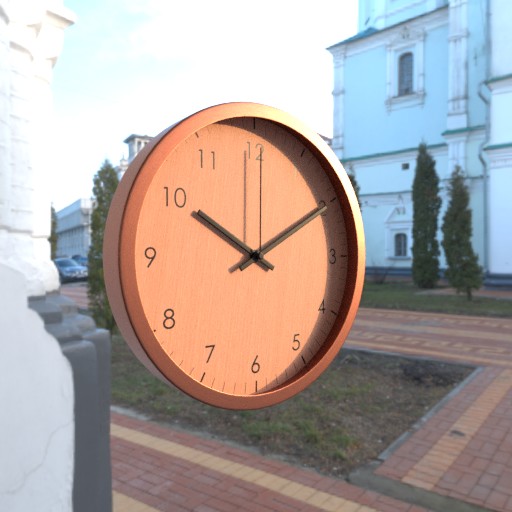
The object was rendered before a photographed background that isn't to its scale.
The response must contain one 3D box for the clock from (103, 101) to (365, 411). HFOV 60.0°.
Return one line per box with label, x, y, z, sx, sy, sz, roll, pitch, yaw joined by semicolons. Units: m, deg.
clock;0.000;0.000;0.473;0.313;0.313;0.040;0;0;-37
